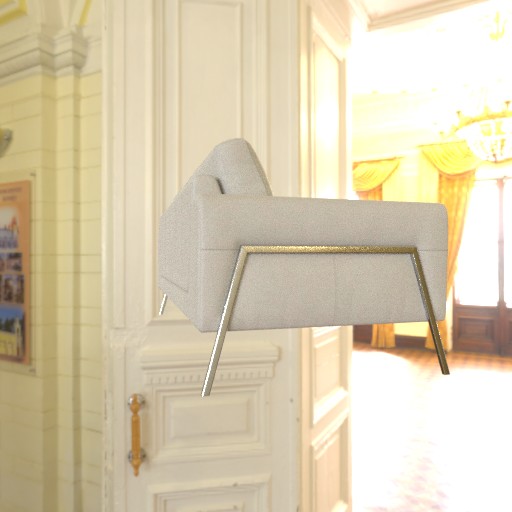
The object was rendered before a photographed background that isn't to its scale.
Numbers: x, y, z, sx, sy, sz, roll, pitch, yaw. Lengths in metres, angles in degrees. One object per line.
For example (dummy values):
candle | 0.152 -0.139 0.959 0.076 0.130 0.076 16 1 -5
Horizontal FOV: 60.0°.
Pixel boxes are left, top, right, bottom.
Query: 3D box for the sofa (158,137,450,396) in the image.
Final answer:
sofa | 0.000 0.000 2.479 0.953 0.875 2.017 0 0 -16
